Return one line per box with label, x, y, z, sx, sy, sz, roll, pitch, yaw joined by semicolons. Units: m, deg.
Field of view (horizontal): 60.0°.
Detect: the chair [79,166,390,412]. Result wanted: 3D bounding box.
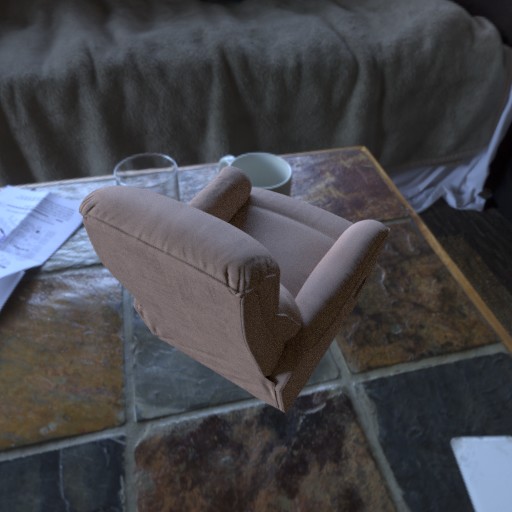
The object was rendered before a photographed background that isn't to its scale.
chair;0.000;0.000;1.767;0.820;1.037;1.004;25;51;22
